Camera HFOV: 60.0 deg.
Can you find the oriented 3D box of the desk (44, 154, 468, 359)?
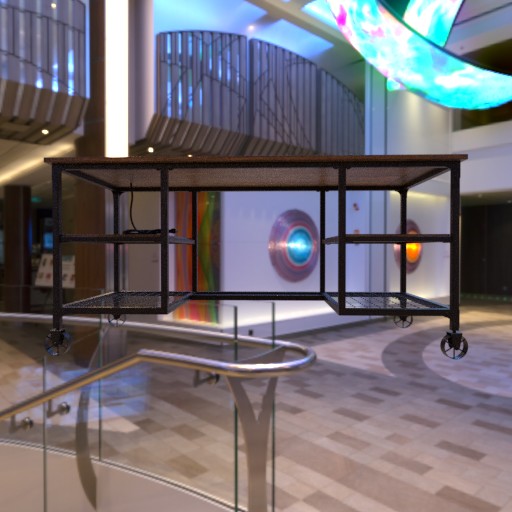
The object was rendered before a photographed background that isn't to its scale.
[{"bbox_3d":[0.000,0.000,1.988,1.590,0.751,0.711,0,1,2],"label":"desk"}]
